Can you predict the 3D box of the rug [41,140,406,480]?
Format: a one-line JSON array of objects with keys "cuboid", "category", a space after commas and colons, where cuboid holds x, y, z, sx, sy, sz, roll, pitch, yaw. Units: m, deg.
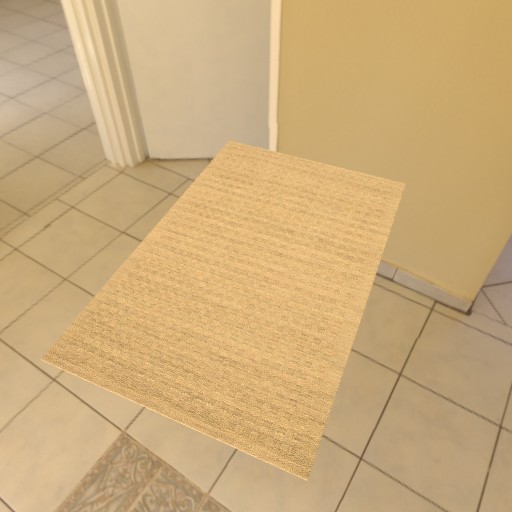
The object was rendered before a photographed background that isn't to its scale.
[{"cuboid": [0.000, 0.000, 2.191, 1.142, 0.006, 1.752, 18, 49, 16], "category": "rug"}]
